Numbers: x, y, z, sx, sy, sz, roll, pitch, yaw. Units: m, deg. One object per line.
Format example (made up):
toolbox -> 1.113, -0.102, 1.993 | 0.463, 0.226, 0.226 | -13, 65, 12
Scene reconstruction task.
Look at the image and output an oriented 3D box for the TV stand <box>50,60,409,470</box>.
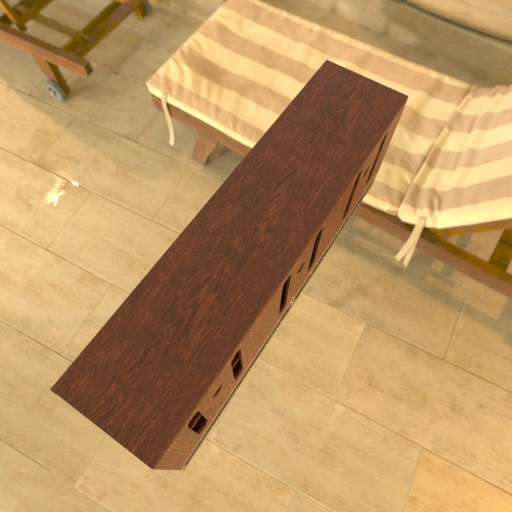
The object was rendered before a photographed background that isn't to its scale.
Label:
TV stand -> 0.000, 0.000, 1.716 | 0.382, 0.578, 1.541 | 31, 68, 14
